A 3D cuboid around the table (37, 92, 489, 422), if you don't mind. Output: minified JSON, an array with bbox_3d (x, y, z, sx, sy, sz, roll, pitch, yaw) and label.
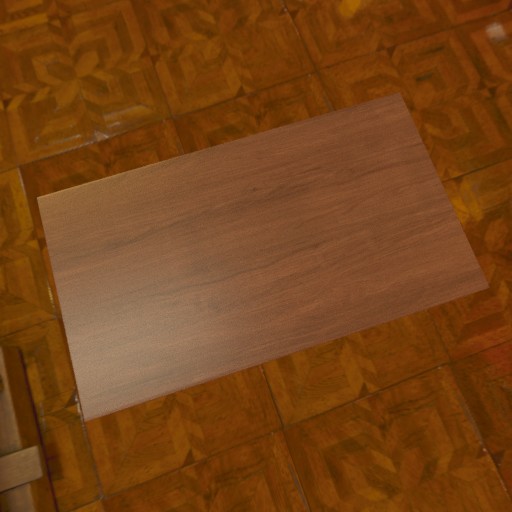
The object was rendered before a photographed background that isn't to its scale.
[{"bbox_3d":[0.000,0.000,1.311,1.020,0.380,0.600,-17,76,-4],"label":"table"}]
